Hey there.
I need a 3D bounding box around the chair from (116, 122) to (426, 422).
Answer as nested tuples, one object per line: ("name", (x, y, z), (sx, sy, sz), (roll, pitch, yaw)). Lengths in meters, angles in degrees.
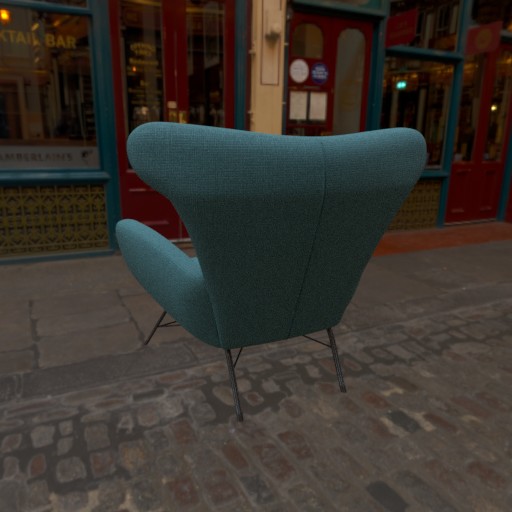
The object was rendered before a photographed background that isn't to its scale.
("chair", (0.000, 0.000, 1.762), (1.050, 0.980, 0.900), (-7, 16, -25))
